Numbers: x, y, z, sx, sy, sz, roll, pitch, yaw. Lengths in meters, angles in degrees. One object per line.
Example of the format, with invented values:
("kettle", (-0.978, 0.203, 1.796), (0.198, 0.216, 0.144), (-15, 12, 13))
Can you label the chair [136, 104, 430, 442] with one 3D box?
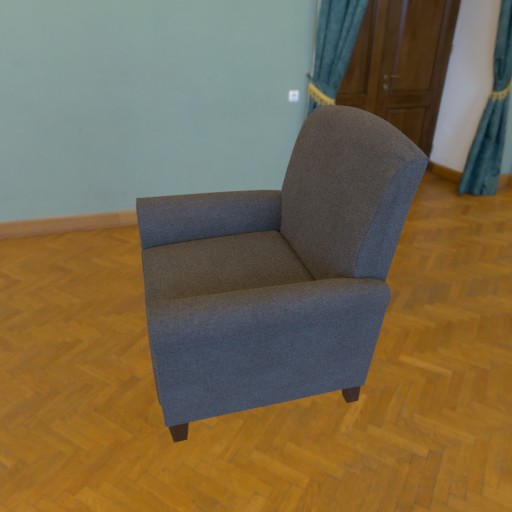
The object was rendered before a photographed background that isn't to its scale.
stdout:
("chair", (0.000, 0.000, 1.754), (0.905, 1.061, 0.978), (-8, 31, -13))
